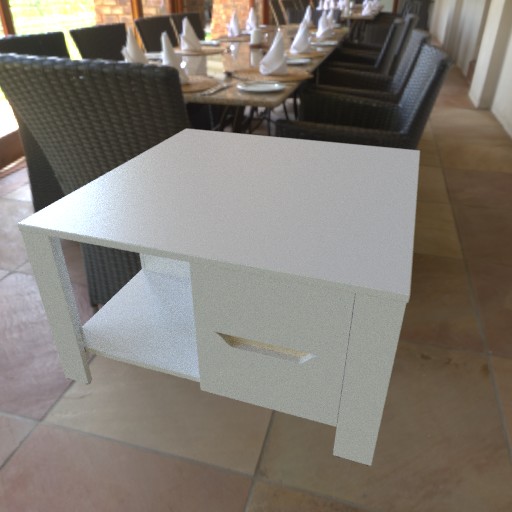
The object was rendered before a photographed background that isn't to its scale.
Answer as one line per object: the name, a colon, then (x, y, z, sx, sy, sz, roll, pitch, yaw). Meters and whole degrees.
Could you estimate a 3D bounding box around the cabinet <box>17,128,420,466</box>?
cabinet: (0.000, 0.000, 1.272, 0.800, 0.460, 0.800, 10, 32, 16)
